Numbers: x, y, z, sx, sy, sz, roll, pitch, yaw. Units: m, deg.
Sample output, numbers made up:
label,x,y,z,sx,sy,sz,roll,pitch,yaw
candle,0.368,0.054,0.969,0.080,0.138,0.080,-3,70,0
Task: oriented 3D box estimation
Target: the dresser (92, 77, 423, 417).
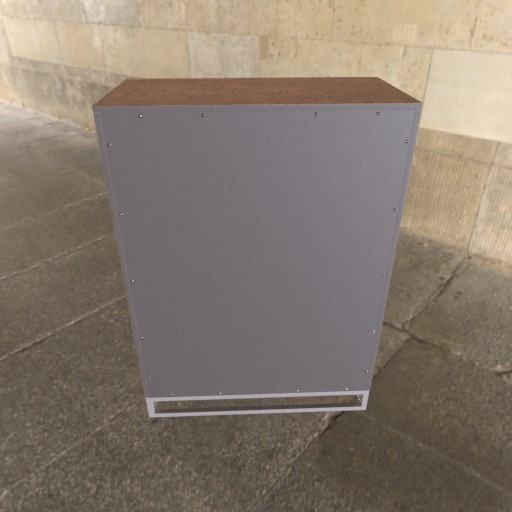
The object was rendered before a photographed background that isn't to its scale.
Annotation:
label,x,y,z,sx,sy,sz,roll,pitch,yaw
dresser,0.000,0.000,1.841,0.965,1.321,0.508,-1,31,-2
